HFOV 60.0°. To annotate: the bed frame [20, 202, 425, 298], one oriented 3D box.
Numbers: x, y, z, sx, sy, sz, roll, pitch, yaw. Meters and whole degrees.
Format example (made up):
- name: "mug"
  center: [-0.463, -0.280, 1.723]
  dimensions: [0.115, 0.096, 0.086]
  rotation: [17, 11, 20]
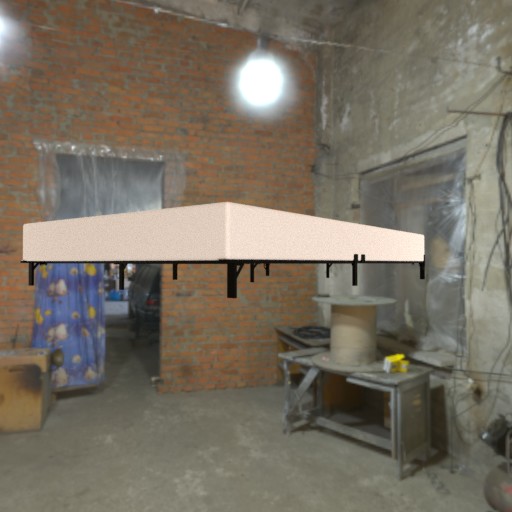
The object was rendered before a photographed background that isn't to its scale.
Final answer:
- name: "bed frame"
  center: [0.000, 0.000, 3.748]
  dimensions: [1.930, 0.440, 2.987]
  rotation: [-1, -1, 37]
